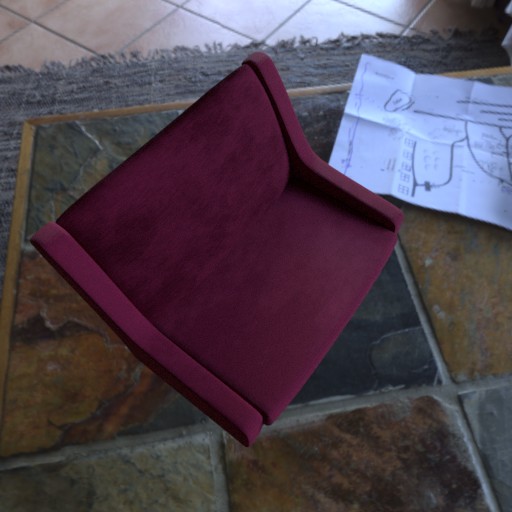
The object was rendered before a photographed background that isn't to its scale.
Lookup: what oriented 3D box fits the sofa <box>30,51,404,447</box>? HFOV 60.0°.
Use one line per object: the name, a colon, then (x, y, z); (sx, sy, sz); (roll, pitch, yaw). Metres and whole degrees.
sofa: (0.000, 0.000, 1.944); (0.946, 0.976, 1.242); (33, 64, 18)
